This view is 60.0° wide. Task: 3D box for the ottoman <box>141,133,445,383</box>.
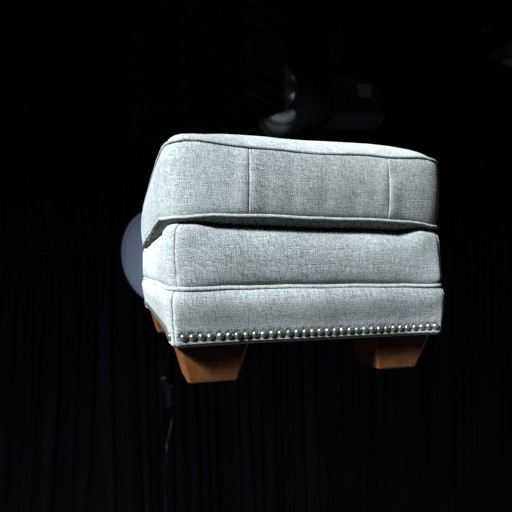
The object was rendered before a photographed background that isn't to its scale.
[{"bbox_3d":[0.000,0.000,1.161,0.561,0.457,0.813,0,-2,-17],"label":"ottoman"}]
